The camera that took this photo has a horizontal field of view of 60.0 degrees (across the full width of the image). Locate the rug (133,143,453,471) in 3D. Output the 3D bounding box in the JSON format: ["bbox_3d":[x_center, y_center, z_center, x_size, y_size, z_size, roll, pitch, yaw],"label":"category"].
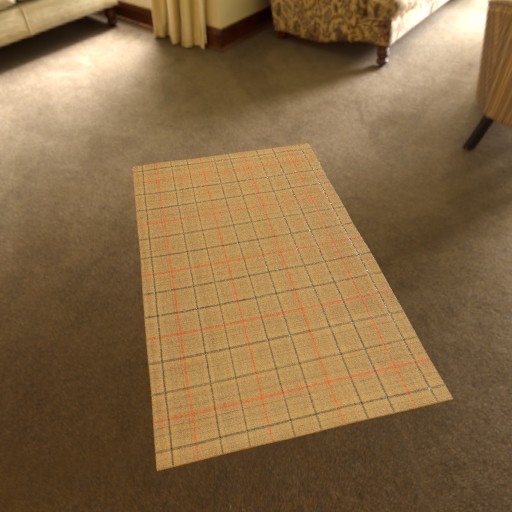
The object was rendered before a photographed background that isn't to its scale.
[{"bbox_3d":[0.000,0.000,2.985,1.524,0.015,2.439,-10,48,-9],"label":"rug"}]
